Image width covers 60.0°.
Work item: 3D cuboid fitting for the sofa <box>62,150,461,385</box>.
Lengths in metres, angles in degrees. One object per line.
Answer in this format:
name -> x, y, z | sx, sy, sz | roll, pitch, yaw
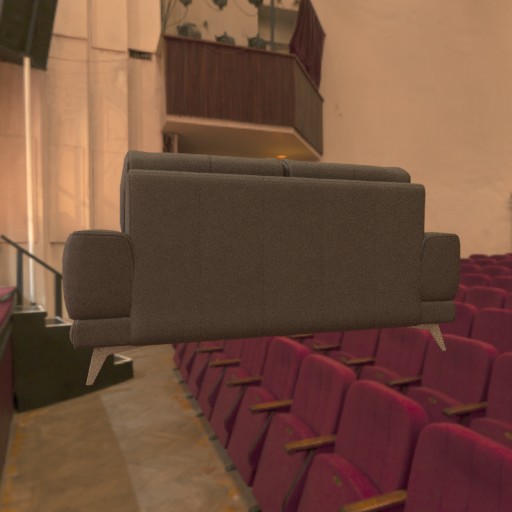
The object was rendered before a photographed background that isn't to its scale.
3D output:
sofa -> 0.000, 0.000, 2.320 | 1.806, 0.907, 1.018 | -1, 2, -19
